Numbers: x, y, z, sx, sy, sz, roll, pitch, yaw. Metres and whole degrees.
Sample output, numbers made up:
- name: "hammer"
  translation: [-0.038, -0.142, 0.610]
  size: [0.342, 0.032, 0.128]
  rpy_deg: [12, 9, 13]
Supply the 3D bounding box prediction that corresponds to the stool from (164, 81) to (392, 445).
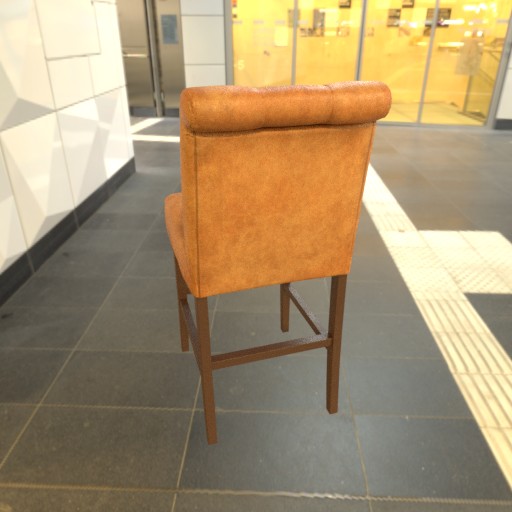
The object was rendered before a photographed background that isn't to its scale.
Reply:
- name: "stool"
  translation: [0.000, 0.000, 1.375]
  size: [0.493, 1.047, 0.601]
  rpy_deg: [-8, 28, -15]
